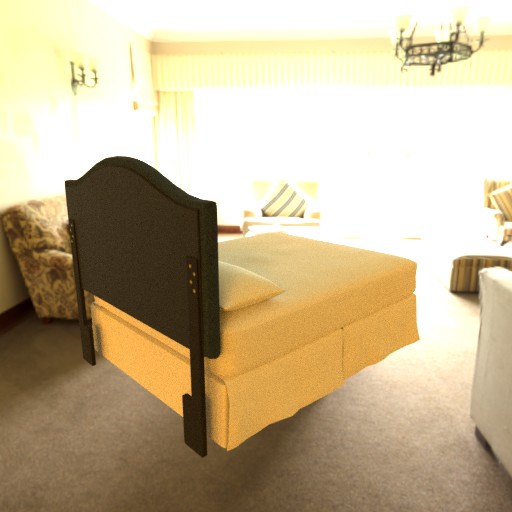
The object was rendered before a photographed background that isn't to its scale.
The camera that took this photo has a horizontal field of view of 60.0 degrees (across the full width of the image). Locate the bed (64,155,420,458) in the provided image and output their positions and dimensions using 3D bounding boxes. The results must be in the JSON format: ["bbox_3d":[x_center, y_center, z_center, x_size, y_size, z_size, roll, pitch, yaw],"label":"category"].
[{"bbox_3d":[0.000,0.000,3.348,2.153,1.518,1.713,-13,20,-42],"label":"bed"}]
